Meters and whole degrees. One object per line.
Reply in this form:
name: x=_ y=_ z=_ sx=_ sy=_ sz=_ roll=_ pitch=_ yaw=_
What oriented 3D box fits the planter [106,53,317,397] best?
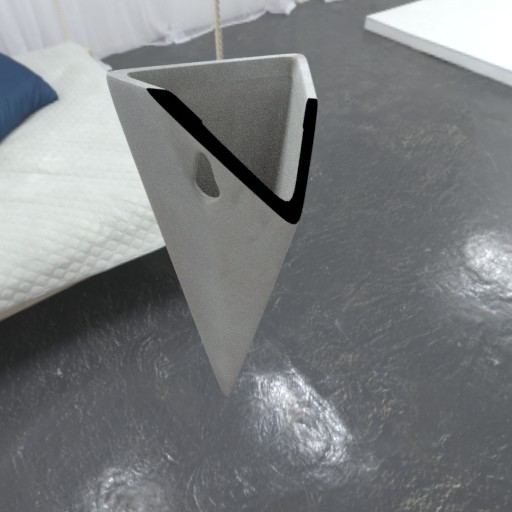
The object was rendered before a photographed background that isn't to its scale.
planter: x=0.000 y=0.000 z=0.154 sx=0.058 sy=0.130 sz=0.047 roll=25 pitch=51 yaw=23
